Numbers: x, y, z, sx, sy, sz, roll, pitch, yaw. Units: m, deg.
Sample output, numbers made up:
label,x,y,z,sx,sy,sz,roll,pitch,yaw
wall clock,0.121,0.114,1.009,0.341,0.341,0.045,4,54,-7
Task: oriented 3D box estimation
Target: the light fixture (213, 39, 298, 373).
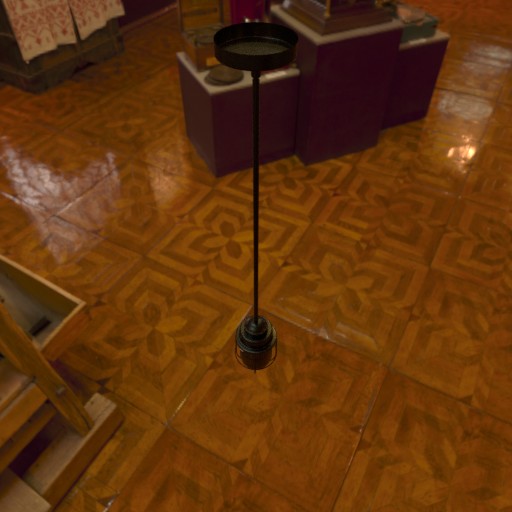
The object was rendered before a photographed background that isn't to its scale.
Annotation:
label,x,y,z,sx,sy,sz,roll,pitch,yaw
light fixture,0.000,0.000,0.976,0.123,0.920,0.123,24,51,21
